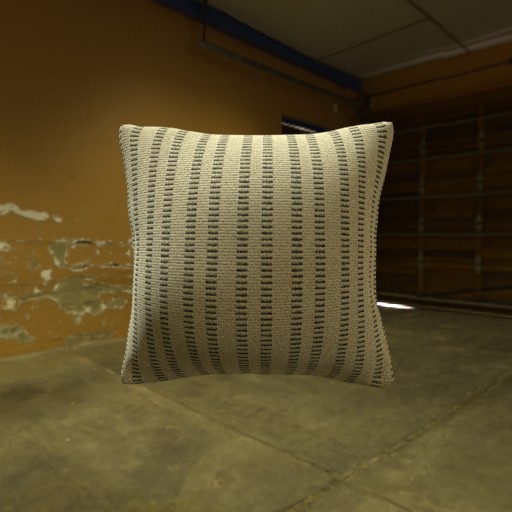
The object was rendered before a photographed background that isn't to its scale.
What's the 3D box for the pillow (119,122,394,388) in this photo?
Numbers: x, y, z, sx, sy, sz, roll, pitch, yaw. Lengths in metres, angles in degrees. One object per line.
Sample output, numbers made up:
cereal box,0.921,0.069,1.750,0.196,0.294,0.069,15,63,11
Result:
pillow,0.000,0.000,0.705,0.438,0.419,0.247,0,1,2
